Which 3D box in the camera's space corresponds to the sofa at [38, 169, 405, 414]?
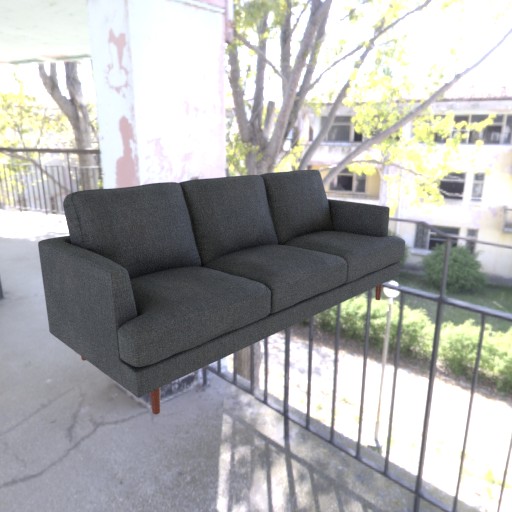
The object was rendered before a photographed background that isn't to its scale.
[{"bbox_3d":[0.000,0.000,2.732,0.903,0.930,2.246,14,21,42],"label":"sofa"}]
